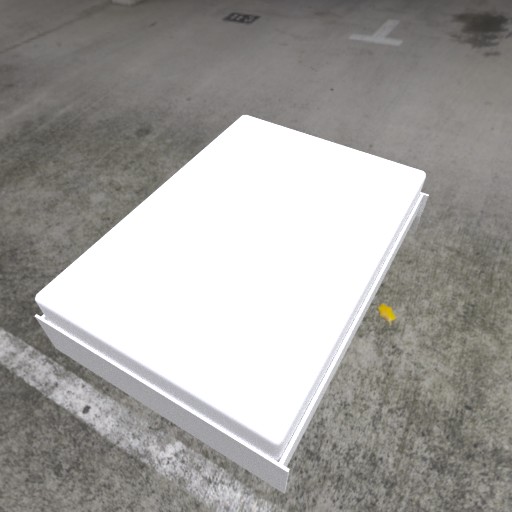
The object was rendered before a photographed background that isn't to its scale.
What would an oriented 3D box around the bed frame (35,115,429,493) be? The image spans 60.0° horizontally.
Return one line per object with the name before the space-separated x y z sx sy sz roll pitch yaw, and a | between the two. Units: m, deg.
bed frame | 0.000 0.000 2.600 1.445 0.497 1.945 24 52 20
